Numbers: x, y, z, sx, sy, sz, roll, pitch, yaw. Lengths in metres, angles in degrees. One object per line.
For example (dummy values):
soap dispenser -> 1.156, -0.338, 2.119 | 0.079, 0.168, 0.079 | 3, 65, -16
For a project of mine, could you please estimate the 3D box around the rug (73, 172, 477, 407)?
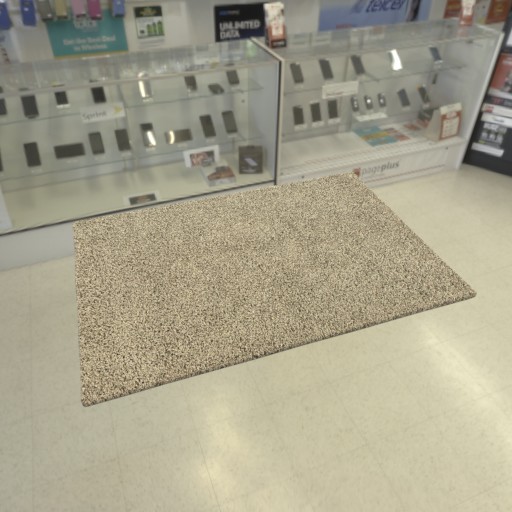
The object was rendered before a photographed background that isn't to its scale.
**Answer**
rug -> 0.000, 0.000, 2.294 | 1.778, 0.030, 1.219 | -12, 42, -14
